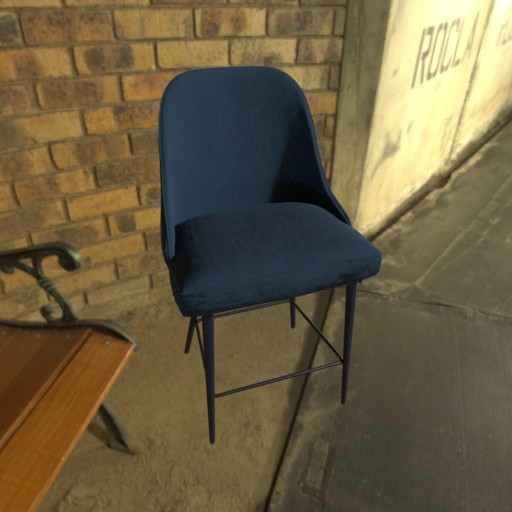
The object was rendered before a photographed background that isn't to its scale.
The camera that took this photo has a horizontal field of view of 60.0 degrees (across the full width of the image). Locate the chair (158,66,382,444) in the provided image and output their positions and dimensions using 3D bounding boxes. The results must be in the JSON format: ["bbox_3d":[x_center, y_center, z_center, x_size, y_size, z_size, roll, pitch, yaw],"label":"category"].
[{"bbox_3d":[0.000,0.000,1.254,0.526,0.927,0.489,-10,33,-16],"label":"chair"}]
